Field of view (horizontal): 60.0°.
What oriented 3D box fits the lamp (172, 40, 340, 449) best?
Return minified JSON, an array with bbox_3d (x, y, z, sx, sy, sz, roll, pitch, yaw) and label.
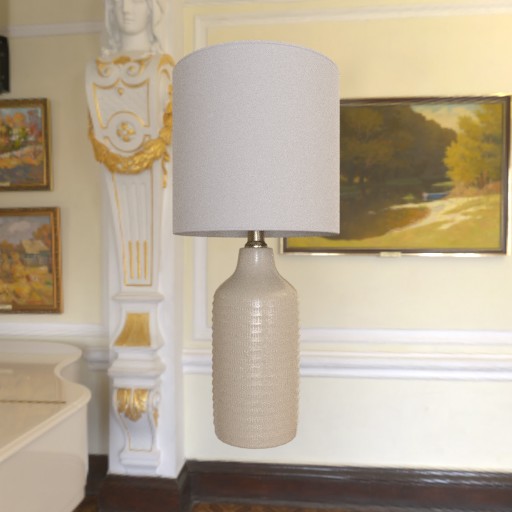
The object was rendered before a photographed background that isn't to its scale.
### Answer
[{"bbox_3d":[0.000,0.000,0.597,0.220,0.475,0.220,0,0,18],"label":"lamp"}]
